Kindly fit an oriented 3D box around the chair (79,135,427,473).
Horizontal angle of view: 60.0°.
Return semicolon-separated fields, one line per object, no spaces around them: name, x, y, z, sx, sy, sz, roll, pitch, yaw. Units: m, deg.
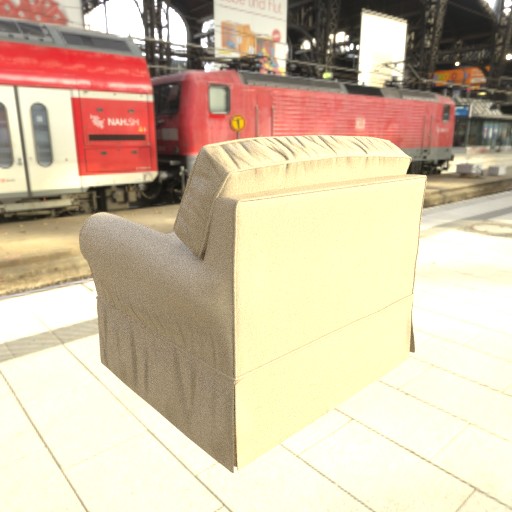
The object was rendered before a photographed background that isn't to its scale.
chair;0.000;0.000;1.779;1.096;0.937;0.903;-14;21;-41
